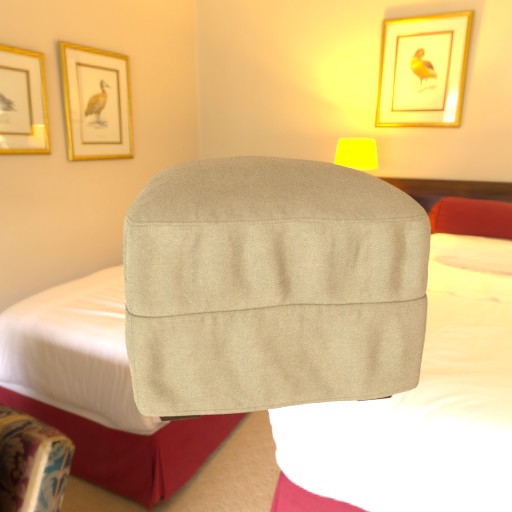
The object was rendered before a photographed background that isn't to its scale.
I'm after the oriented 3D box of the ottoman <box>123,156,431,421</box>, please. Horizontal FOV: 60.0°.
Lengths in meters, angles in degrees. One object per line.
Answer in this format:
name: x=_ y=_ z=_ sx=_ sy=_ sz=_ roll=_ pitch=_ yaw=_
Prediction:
ottoman: x=0.000 y=0.000 z=1.094 sx=0.584 sy=0.480 sz=0.712 roll=-3 pitch=15 yaw=-10
